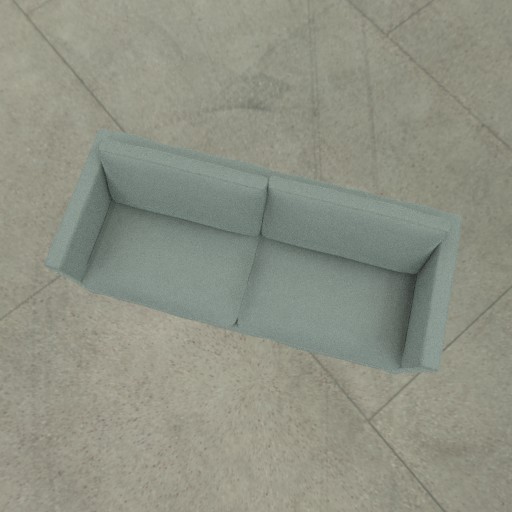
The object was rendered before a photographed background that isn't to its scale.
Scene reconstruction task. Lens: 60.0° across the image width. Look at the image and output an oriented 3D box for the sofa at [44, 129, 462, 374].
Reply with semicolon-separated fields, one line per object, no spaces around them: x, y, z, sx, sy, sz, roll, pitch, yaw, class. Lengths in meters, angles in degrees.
0.000;0.000;2.841;2.312;0.853;0.962;14;75;4;sofa
